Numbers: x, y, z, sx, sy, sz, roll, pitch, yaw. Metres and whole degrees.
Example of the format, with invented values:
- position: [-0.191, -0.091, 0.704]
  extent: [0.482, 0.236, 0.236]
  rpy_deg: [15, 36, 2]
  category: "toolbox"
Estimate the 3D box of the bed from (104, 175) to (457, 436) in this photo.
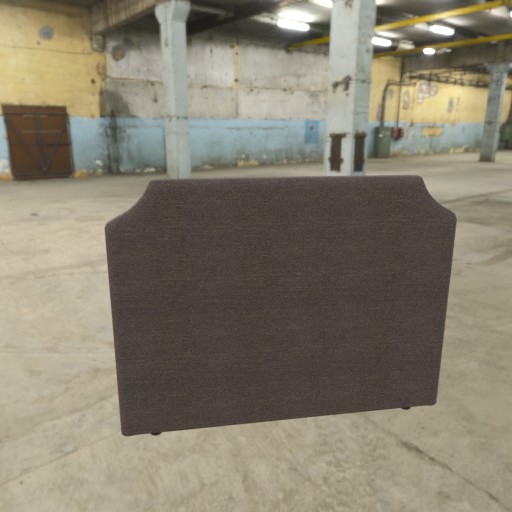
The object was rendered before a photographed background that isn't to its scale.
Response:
- position: [0.000, 0.000, 3.160]
  extent: [1.693, 1.290, 2.116]
  rpy_deg: [-2, 15, -9]
  category: "bed"
